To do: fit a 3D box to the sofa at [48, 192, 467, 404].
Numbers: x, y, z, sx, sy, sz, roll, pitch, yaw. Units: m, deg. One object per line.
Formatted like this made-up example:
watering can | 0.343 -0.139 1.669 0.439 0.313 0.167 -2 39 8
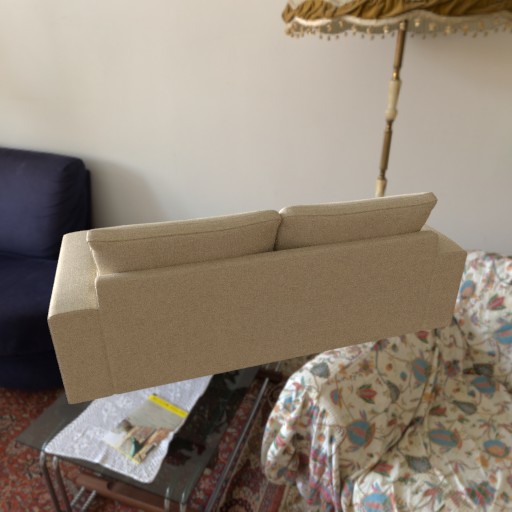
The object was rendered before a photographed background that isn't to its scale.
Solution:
sofa | 0.000 0.000 2.790 2.299 0.922 1.040 -8 28 -15
